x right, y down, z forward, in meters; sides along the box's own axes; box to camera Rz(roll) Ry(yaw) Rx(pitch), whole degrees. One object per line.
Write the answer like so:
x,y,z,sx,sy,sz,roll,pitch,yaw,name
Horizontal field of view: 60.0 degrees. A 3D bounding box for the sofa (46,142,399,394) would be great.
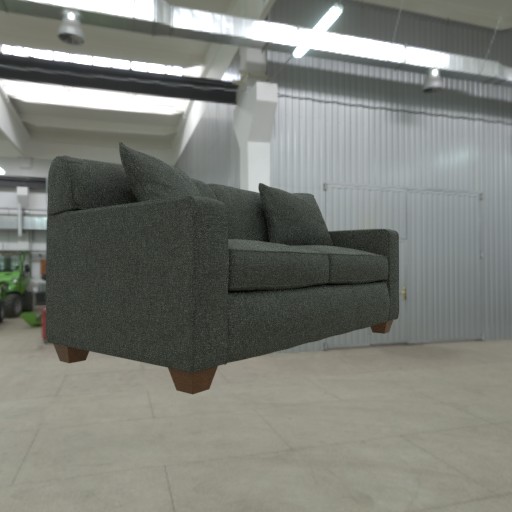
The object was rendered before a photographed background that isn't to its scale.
0.000,0.000,2.417,0.998,0.958,1.846,-1,-2,38,sofa
